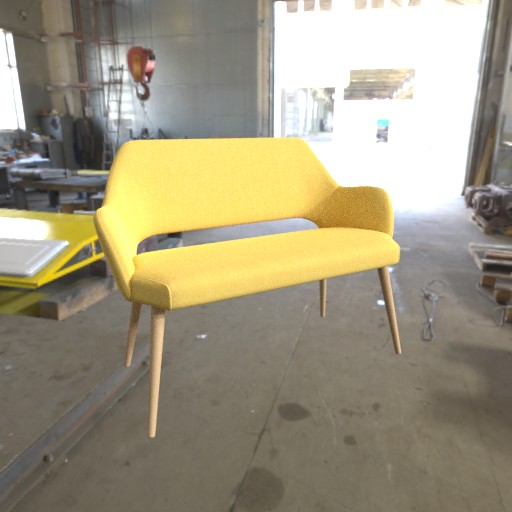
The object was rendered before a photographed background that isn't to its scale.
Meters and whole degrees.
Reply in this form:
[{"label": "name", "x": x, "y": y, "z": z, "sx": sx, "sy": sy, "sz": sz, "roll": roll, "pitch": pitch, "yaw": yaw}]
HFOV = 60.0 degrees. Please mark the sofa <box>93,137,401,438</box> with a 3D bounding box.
[{"label": "sofa", "x": 0.000, "y": 0.000, "z": 1.669, "sx": 1.150, "sy": 0.840, "sz": 0.610, "roll": -9, "pitch": 19, "yaw": -28}]
